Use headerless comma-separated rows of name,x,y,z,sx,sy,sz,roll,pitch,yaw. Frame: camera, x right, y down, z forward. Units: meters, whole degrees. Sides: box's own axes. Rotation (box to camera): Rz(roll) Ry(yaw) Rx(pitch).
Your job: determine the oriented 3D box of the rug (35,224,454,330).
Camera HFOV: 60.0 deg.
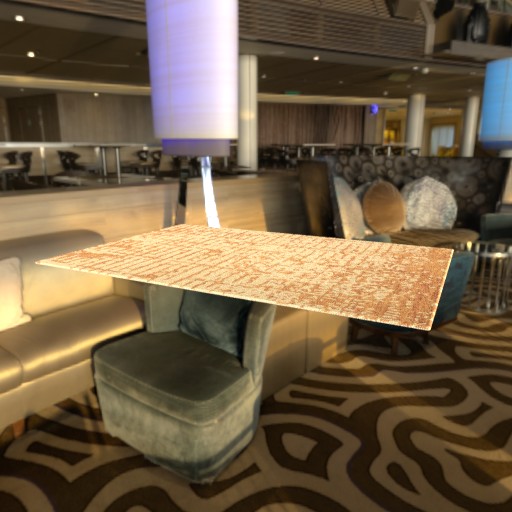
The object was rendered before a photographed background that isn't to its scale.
rug,0.000,0.000,2.313,1.829,0.011,1.219,7,16,26
